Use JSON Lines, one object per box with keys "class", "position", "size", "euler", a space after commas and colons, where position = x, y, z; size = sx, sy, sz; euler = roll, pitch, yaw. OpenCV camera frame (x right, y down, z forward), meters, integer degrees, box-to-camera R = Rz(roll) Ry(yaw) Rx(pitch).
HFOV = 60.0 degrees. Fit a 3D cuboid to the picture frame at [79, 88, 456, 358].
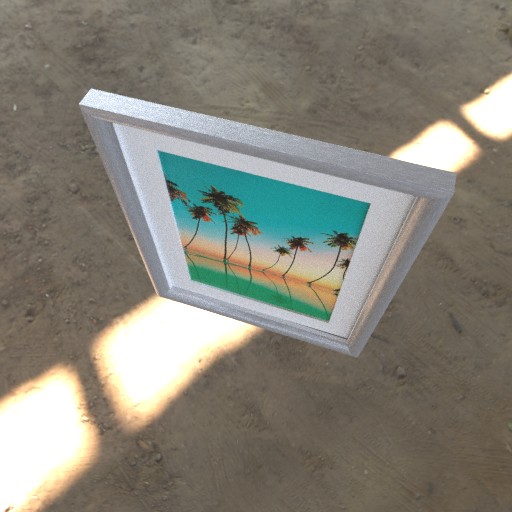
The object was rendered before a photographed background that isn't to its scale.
{"class": "picture frame", "position": [0.000, 0.000, 0.534], "size": [0.327, 0.378, 0.027], "euler": [16, 60, 9]}
